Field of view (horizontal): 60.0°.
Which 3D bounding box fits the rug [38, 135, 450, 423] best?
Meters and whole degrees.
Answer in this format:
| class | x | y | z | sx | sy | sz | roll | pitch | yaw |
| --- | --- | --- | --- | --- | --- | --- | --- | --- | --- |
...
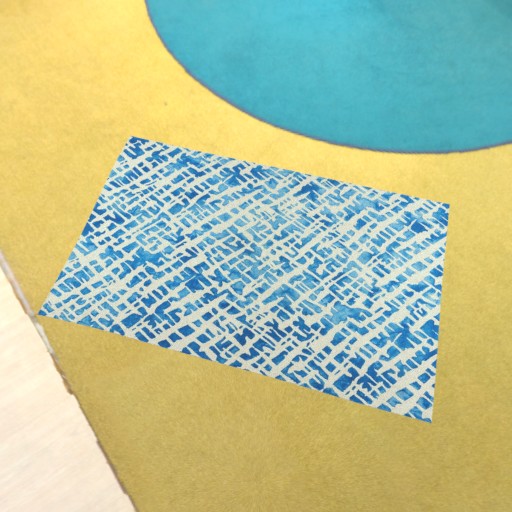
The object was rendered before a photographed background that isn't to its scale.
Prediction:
| class | x | y | z | sx | sy | sz | roll | pitch | yaw |
| --- | --- | --- | --- | --- | --- | --- | --- | --- | --- |
| rug | 0.000 | 0.000 | 2.964 | 2.447 | 0.011 | 1.520 | 14 | 63 | 7 |
